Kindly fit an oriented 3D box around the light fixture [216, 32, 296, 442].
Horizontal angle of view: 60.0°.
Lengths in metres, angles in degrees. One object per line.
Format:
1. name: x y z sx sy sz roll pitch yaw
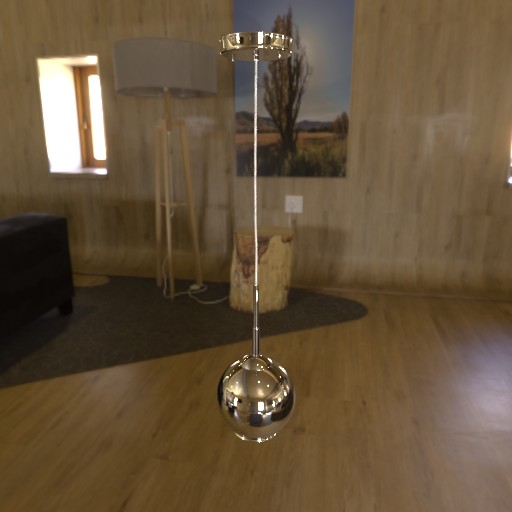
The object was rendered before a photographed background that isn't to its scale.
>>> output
1. light fixture: 0.000 0.000 1.724 0.336 1.538 0.336 8 17 26
